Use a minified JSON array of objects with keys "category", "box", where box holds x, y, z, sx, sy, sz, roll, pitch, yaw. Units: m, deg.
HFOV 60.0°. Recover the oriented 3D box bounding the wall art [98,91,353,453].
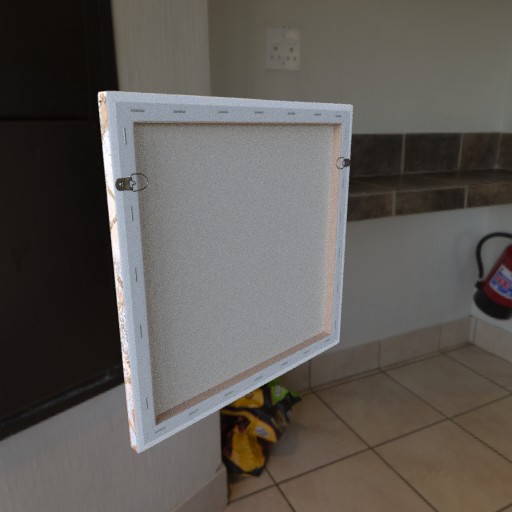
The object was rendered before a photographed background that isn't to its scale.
[{"category":"wall art","box":[0.000,0.000,1.370,0.912,0.914,0.039,-15,22,-42]}]
